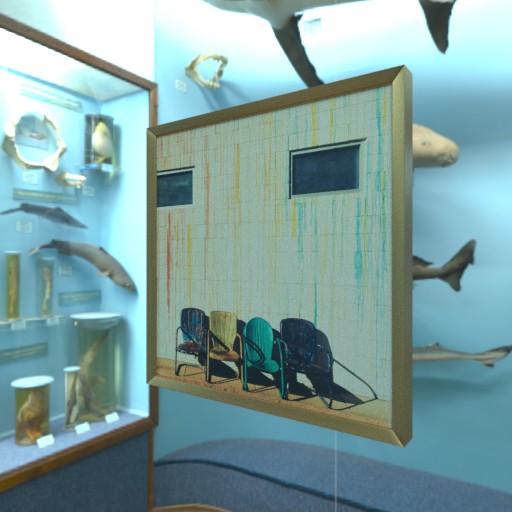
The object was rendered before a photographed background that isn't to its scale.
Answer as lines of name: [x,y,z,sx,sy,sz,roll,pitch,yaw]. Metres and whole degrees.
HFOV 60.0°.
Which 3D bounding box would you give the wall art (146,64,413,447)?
wall art: [0.000,0.000,0.744,0.505,0.505,0.037,0,0,35]
